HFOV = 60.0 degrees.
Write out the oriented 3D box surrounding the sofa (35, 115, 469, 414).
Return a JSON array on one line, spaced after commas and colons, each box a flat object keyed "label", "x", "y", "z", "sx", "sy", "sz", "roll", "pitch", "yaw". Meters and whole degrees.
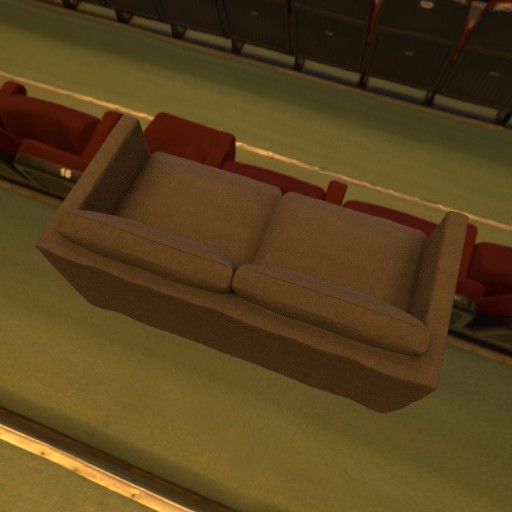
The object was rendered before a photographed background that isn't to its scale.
[{"label": "sofa", "x": 0.000, "y": 0.000, "z": 2.434, "sx": 1.982, "sy": 0.855, "sz": 0.953, "roll": 18, "pitch": 64, "yaw": 9}]
